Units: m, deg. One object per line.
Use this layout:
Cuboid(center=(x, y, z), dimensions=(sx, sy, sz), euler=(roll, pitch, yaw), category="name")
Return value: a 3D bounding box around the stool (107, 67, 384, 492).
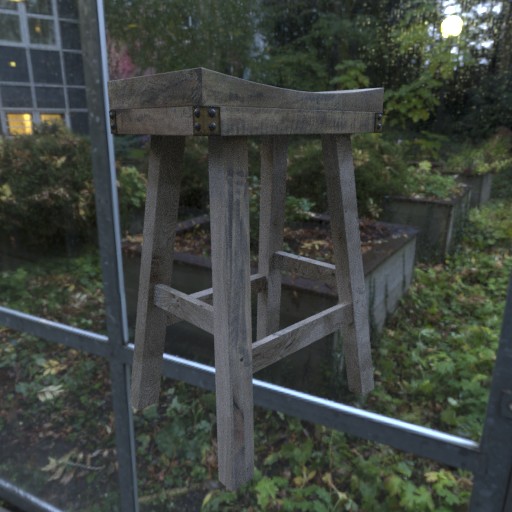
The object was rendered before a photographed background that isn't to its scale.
Cuboid(center=(0.000, 0.000, 0.879), dimensions=(0.450, 0.635, 0.330), euler=(-15, 22, -42), category="stool")
